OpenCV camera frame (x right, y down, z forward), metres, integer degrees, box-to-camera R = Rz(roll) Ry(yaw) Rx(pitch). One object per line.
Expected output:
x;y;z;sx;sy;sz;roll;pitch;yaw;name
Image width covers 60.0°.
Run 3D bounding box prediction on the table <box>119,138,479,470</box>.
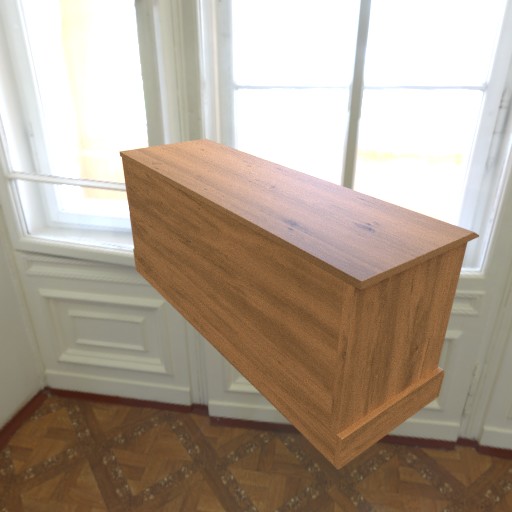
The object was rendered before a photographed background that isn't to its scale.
0.000;0.000;1.457;0.400;0.510;1.200;-18;32;-32;table
